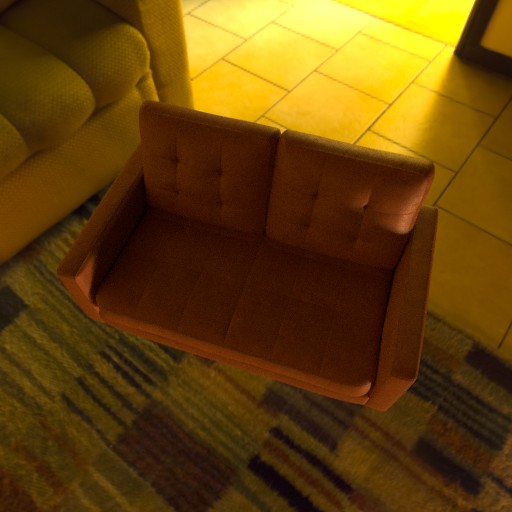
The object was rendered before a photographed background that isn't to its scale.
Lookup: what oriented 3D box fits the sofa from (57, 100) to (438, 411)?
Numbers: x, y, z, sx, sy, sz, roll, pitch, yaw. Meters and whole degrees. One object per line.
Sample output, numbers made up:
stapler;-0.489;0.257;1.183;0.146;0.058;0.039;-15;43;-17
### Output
sofa;0.000;0.000;1.934;1.430;0.898;0.868;15;59;10
